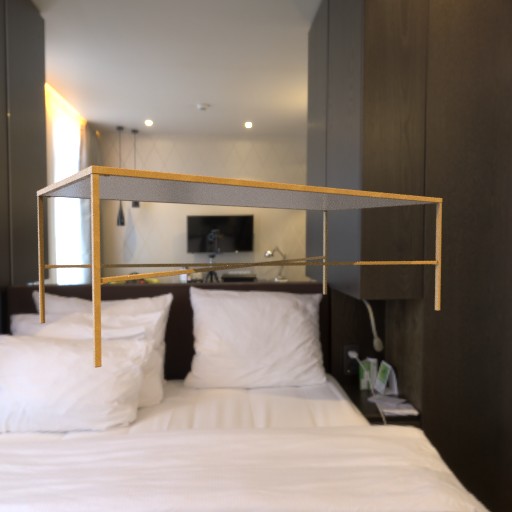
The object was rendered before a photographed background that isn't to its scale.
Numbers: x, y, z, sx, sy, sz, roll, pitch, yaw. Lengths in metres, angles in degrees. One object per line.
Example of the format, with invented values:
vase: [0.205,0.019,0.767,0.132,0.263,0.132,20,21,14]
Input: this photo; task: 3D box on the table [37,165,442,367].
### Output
table: [0.000,0.000,1.458,1.206,0.398,0.580,-2,3,-36]
